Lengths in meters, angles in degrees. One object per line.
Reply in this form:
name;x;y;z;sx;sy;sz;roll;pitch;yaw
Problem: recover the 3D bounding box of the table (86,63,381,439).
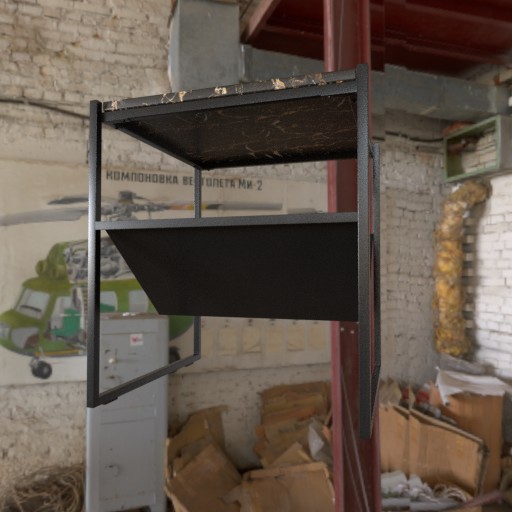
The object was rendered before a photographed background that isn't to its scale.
table;0.000;0.000;0.895;0.469;0.534;0.432;-1;-2;18
